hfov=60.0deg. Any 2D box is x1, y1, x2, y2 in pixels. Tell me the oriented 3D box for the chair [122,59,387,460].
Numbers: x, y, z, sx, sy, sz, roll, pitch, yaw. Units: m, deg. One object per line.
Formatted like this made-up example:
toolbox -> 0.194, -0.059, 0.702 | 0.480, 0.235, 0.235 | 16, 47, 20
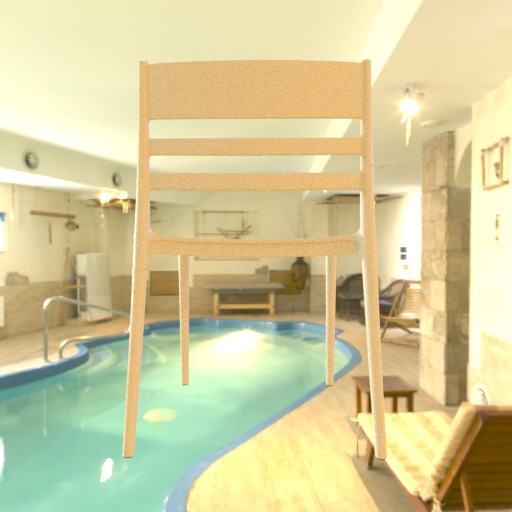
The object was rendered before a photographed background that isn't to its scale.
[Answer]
chair -> 0.000, 0.000, 1.112 | 0.531, 0.800, 0.511 | 0, 1, 1
